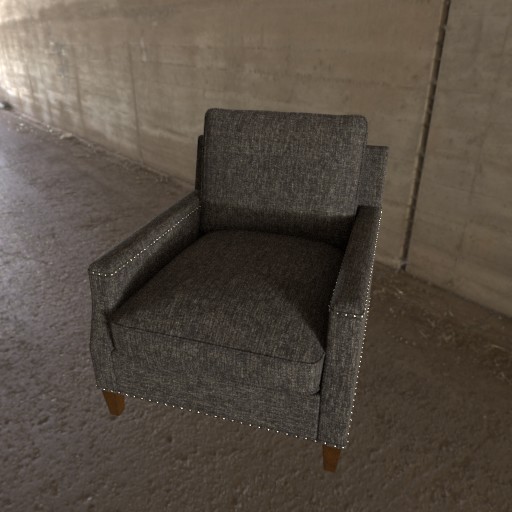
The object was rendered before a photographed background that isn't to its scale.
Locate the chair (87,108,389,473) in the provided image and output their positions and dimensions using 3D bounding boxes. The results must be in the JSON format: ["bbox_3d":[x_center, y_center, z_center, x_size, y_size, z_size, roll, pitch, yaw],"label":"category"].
[{"bbox_3d":[0.000,0.000,1.656,0.853,0.943,1.014,8,27,16],"label":"chair"}]
